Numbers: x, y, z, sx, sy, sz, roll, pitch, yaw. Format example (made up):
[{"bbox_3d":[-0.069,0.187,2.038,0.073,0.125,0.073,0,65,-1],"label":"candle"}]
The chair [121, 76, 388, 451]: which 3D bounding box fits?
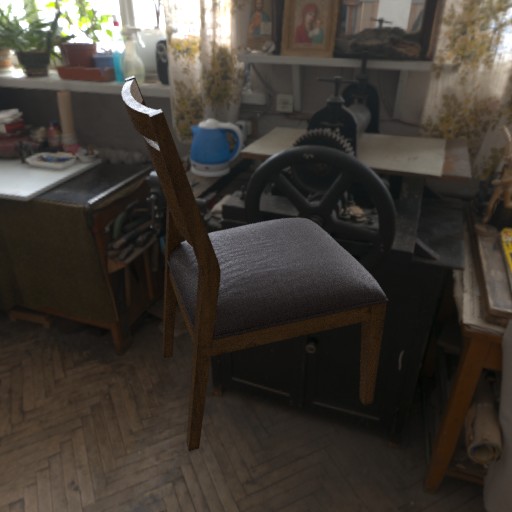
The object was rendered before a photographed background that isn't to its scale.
[{"bbox_3d":[0.000,0.000,1.276,0.610,0.939,0.501,-11,32,-17],"label":"chair"}]
